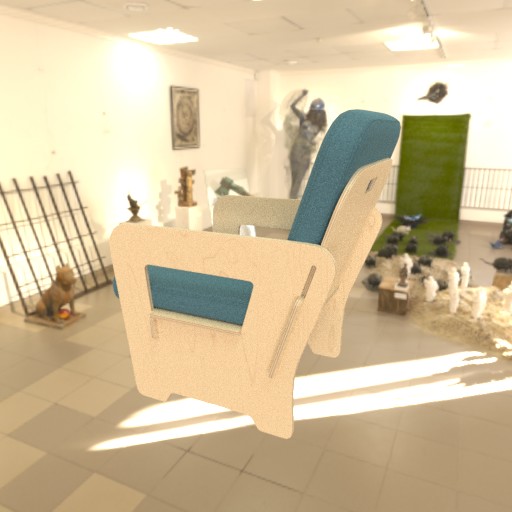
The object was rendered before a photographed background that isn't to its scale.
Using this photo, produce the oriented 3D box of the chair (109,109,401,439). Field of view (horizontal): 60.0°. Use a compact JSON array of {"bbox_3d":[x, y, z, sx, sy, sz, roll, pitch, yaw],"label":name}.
[{"bbox_3d":[0.000,0.000,1.213,0.657,0.747,0.547,7,18,24],"label":"chair"}]
